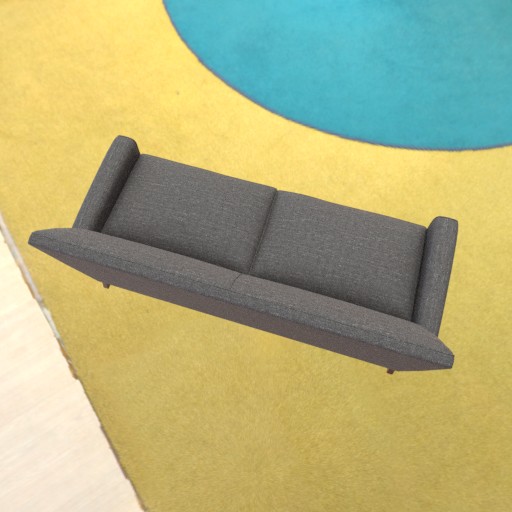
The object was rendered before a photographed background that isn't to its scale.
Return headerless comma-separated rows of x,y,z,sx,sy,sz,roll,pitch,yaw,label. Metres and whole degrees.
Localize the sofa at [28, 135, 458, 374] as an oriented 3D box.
0.000,0.000,2.429,1.976,0.846,0.875,16,65,8,sofa
